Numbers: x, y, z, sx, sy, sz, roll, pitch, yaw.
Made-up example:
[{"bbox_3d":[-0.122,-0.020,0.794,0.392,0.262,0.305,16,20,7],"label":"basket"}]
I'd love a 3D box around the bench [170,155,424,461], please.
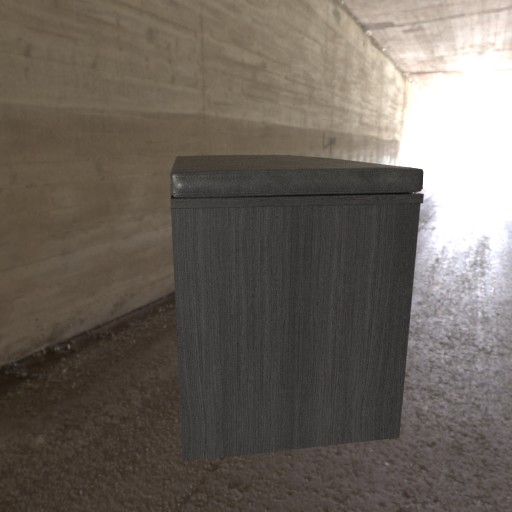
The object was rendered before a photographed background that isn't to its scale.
[{"bbox_3d":[0.000,0.000,1.162,0.401,0.501,0.905,-2,14,-9],"label":"bench"}]
